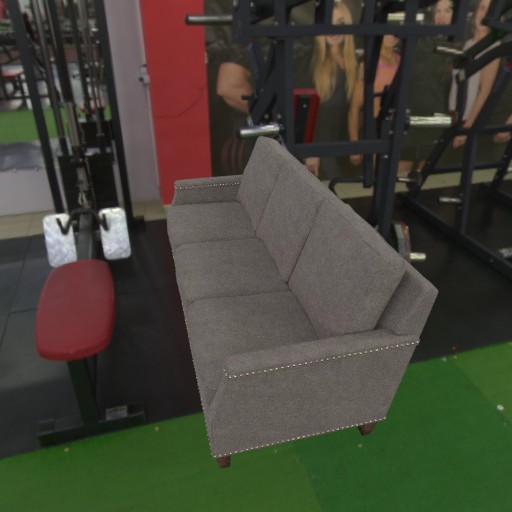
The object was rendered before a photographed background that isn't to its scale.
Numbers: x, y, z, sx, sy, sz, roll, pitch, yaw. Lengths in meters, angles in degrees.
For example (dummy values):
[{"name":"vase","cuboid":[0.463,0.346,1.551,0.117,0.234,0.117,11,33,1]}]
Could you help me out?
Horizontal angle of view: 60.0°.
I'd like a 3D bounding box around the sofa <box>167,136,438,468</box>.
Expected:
[{"name":"sofa","cuboid":[0.000,0.000,2.858,1.034,1.042,2.226,-7,31,-12]}]
